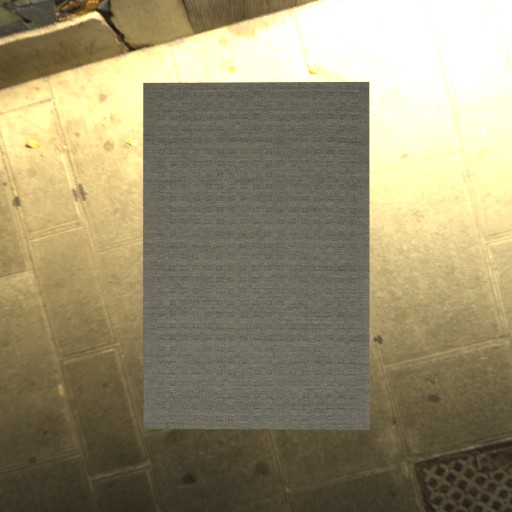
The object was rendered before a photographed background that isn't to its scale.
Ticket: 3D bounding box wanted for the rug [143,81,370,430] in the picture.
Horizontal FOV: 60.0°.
[{"bbox_3d":[0.000,0.000,2.237,1.142,0.006,1.752,0,90,1],"label":"rug"}]
